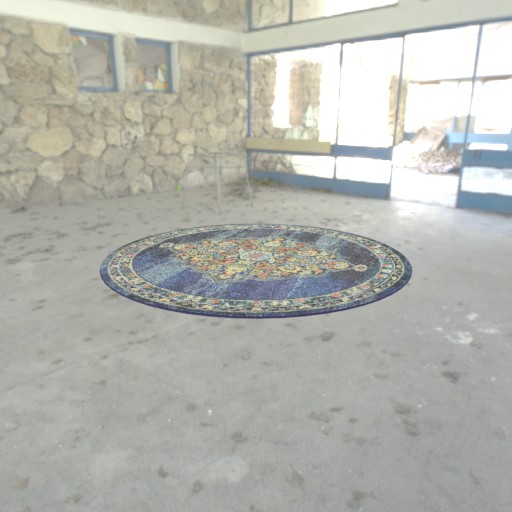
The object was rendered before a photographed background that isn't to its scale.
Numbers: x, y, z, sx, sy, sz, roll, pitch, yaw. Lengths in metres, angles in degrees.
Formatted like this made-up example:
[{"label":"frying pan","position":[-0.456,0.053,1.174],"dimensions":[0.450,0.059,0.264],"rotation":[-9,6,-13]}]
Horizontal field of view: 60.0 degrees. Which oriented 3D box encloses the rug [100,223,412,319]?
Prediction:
[{"label":"rug","position":[0.000,0.000,3.569],"dimensions":[2.386,0.014,2.386],"rotation":[0,16,0]}]
